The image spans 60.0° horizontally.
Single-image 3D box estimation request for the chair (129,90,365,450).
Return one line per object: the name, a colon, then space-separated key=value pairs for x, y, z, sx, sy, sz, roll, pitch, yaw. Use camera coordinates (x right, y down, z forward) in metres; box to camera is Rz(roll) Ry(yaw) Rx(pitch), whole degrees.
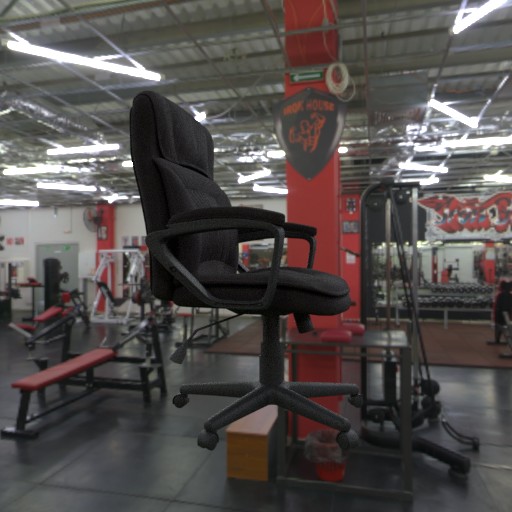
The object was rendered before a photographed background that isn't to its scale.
chair: x=0.000 y=0.000 z=1.546 sx=0.724 sy=1.105 sz=0.667 roll=0 pitch=0 yaw=17
